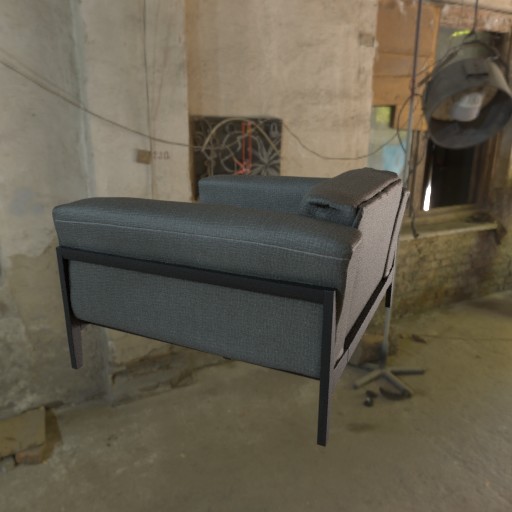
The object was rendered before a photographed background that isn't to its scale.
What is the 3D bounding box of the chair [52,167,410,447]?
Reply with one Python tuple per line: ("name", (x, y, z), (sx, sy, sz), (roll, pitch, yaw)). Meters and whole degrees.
("chair", (0.000, 0.000, 1.693), (0.969, 0.646, 1.056), (8, 18, 24))
